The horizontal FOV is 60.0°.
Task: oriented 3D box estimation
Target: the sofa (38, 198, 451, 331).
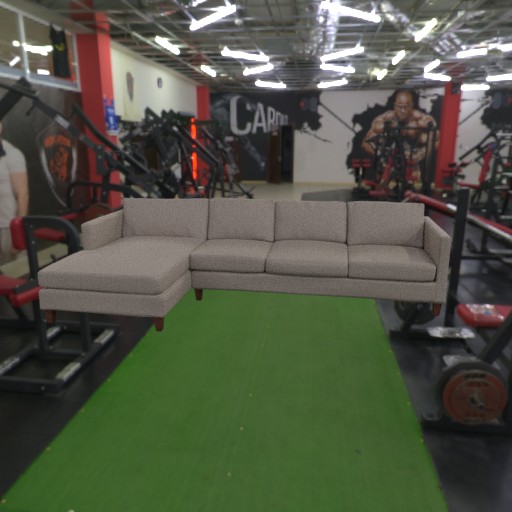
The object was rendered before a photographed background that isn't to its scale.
[{"bbox_3d":[0.000,0.000,3.909,3.186,0.846,1.625,3,15,10],"label":"sofa"}]
